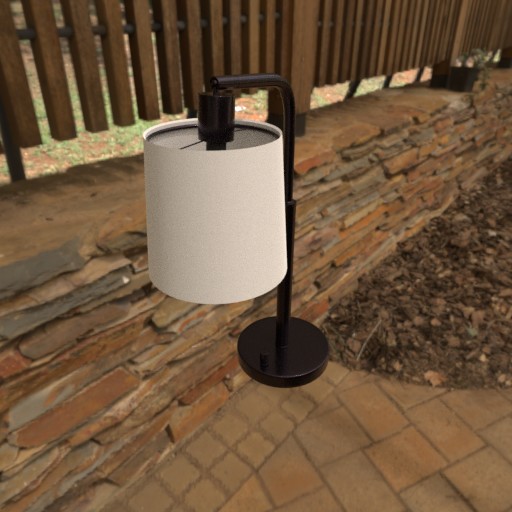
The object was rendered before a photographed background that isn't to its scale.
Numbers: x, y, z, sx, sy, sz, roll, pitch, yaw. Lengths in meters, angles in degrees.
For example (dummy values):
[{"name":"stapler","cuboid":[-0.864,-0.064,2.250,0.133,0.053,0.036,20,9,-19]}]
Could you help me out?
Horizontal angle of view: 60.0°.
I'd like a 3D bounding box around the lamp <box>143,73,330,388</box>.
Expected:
[{"name":"lamp","cuboid":[0.000,0.000,0.624,0.171,0.489,0.333,19,35,30]}]
